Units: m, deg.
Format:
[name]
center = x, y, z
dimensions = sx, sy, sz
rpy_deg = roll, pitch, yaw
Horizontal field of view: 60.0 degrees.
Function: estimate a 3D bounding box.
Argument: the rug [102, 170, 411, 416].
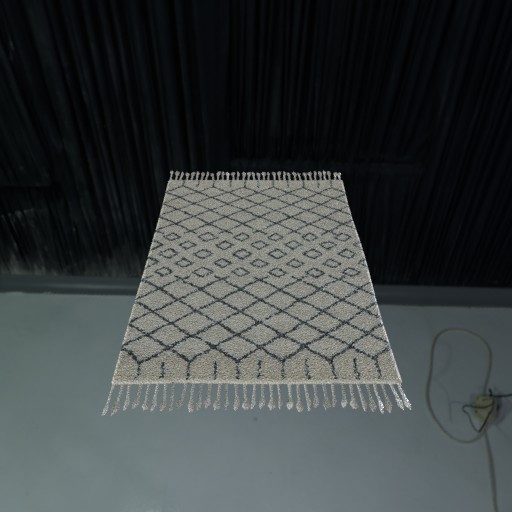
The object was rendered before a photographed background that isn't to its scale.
[rug]
center = 0.000, 0.000, 3.346
dimensions = 1.664, 0.029, 2.615
rpy_deg = 0, 40, 0
